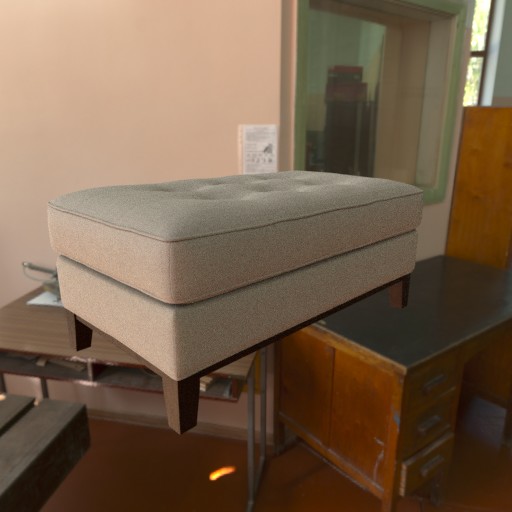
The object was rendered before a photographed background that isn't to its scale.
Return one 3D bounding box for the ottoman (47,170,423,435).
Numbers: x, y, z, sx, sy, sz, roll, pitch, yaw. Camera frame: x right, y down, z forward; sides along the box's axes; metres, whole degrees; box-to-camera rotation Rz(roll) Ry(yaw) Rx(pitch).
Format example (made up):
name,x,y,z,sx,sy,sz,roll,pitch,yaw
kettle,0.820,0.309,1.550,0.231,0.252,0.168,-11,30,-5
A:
name,x,y,z,sx,sy,sz,roll,pitch,yaw
ottoman,0.000,0.000,1.512,1.143,0.508,0.648,-15,22,-43
